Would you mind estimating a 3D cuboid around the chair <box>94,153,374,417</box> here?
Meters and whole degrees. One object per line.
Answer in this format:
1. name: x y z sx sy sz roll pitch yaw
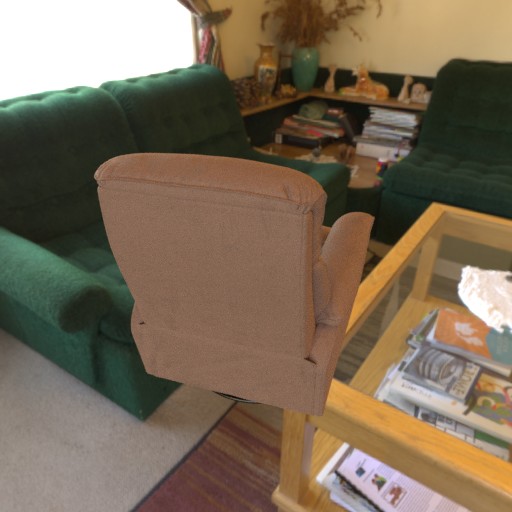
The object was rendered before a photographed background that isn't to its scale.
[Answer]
1. chair: 0.000 0.000 1.711 0.820 1.037 1.004 9 32 15
